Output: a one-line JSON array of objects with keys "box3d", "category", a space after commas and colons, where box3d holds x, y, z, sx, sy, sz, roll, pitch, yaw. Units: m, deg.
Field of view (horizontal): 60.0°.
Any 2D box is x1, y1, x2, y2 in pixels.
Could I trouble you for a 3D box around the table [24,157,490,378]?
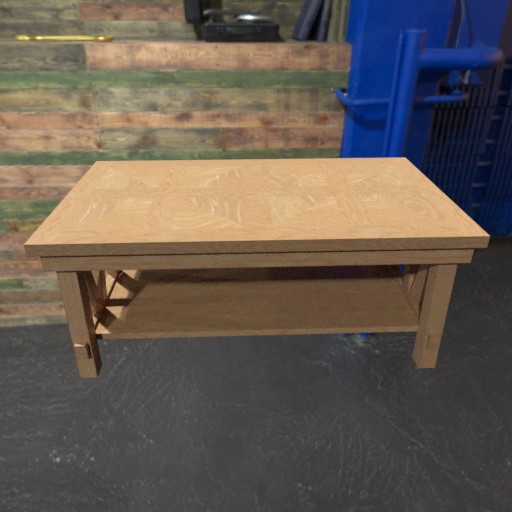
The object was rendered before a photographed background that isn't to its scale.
[{"box3d": [0.000, 0.000, 1.639, 1.270, 0.507, 0.711, -1, 30, -2], "category": "table"}]
